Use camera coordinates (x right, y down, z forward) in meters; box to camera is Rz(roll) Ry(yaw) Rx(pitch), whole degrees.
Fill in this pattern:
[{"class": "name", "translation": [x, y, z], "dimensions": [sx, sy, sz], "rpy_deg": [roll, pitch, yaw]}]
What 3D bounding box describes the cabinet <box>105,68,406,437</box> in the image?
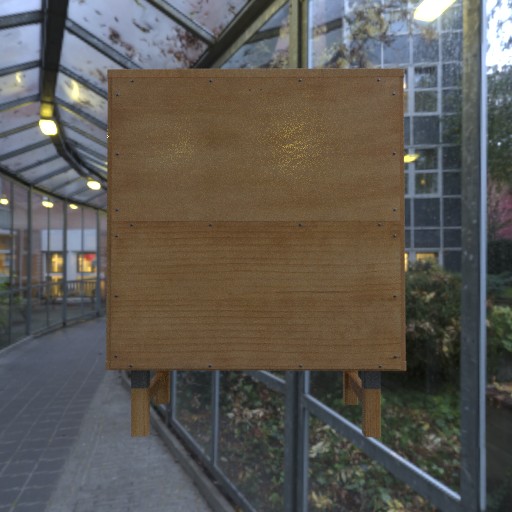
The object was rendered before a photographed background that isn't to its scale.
[{"class": "cabinet", "translation": [0.000, 0.000, 1.388], "dimensions": [0.800, 1.001, 0.419], "rpy_deg": [0, -1, 0]}]
